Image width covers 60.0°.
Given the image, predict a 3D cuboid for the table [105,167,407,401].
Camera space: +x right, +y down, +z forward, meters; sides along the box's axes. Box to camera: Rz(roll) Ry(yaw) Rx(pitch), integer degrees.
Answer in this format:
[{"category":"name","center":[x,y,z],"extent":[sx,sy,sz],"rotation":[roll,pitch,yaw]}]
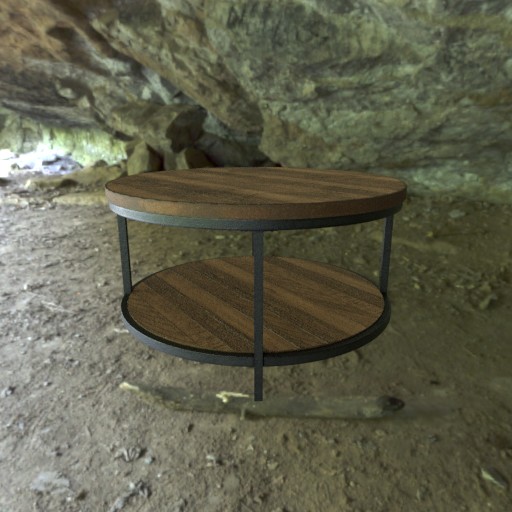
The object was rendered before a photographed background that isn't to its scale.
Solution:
[{"category":"table","center":[0.000,0.000,1.356],"extent":[0.837,0.462,0.837],"rotation":[0,16,0]}]
